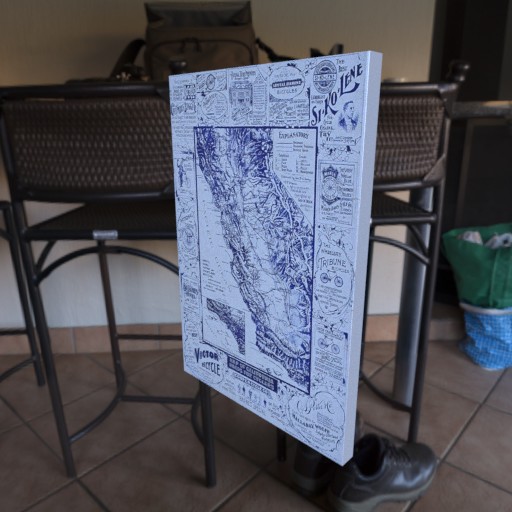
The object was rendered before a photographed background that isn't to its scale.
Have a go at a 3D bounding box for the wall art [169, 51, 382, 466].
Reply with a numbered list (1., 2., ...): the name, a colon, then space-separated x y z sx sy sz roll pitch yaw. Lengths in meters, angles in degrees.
1. wall art: 0.000 0.000 0.952 0.511 0.753 0.039 15 22 42
